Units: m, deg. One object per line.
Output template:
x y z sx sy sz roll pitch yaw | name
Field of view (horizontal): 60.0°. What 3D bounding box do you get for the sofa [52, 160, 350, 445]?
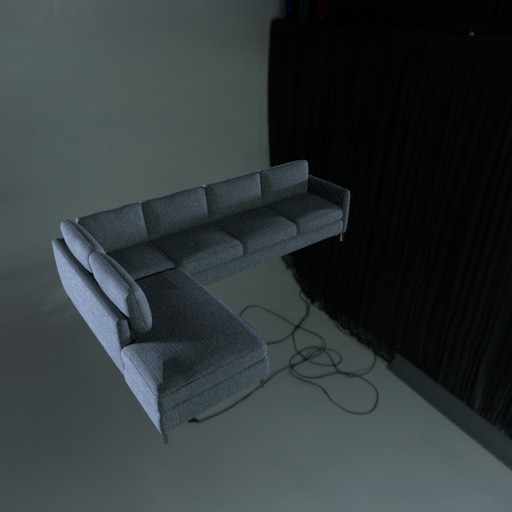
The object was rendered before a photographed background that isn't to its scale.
0.000 0.000 3.956 2.949 0.815 2.007 -21 36 -32 | sofa
